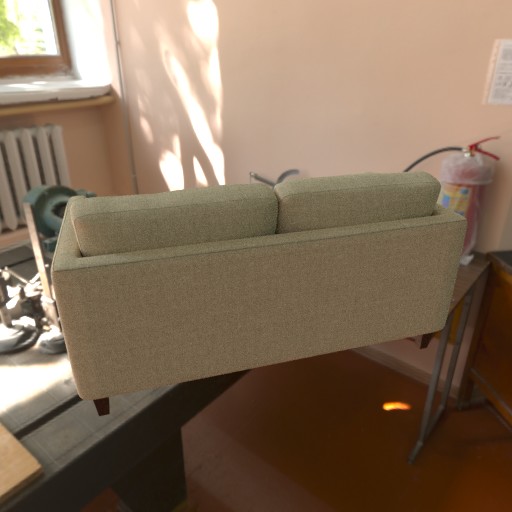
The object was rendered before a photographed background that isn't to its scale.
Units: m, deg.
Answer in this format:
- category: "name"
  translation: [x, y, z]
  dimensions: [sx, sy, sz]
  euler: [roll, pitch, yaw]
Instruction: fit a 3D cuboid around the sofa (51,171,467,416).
- category: "sofa"
  translation: [0.000, 0.000, 2.385]
  dimensions: [1.884, 0.963, 0.950]
  euler: [-7, 27, -15]
